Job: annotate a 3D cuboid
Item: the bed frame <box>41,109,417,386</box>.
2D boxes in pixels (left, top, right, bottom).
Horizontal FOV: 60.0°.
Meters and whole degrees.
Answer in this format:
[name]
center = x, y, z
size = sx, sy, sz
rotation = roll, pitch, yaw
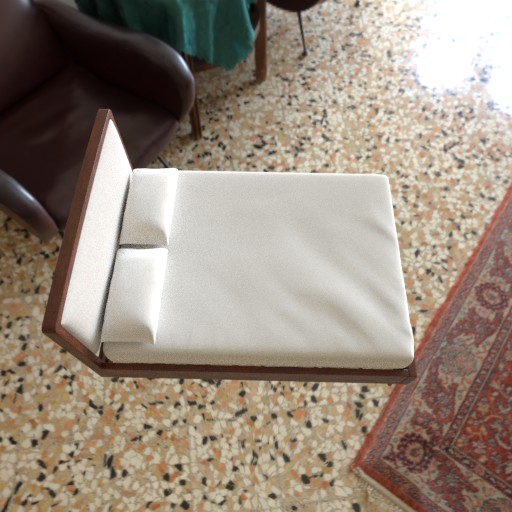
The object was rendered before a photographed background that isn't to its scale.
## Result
[bed frame]
center = 0.000, 0.000, 3.170
size = 2.171, 1.279, 1.587
rotation = 1, 62, 1
